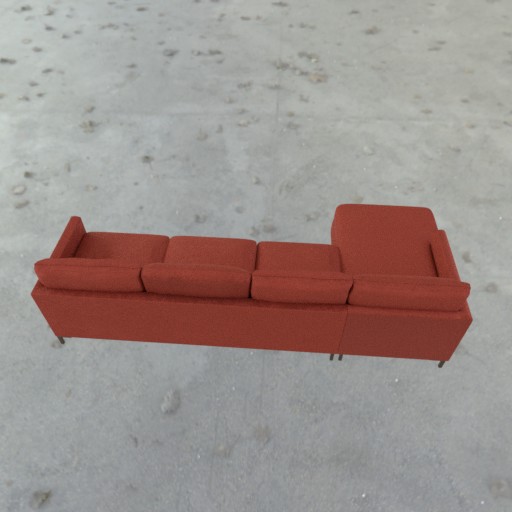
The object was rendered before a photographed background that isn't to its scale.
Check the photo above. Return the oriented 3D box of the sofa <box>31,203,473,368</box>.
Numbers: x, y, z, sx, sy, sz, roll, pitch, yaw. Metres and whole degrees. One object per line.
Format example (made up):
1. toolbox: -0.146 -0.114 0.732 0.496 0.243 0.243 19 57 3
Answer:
1. sofa: 0.000 0.000 4.011 3.400 0.967 1.500 3 47 3
